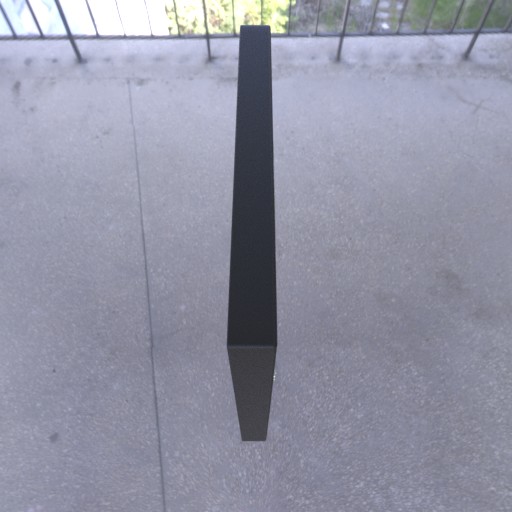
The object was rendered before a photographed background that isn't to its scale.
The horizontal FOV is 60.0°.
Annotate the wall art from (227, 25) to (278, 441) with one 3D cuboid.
[{"bbox_3d":[0.000,0.000,0.600,0.041,0.407,0.406,0,58,0],"label":"wall art"}]
